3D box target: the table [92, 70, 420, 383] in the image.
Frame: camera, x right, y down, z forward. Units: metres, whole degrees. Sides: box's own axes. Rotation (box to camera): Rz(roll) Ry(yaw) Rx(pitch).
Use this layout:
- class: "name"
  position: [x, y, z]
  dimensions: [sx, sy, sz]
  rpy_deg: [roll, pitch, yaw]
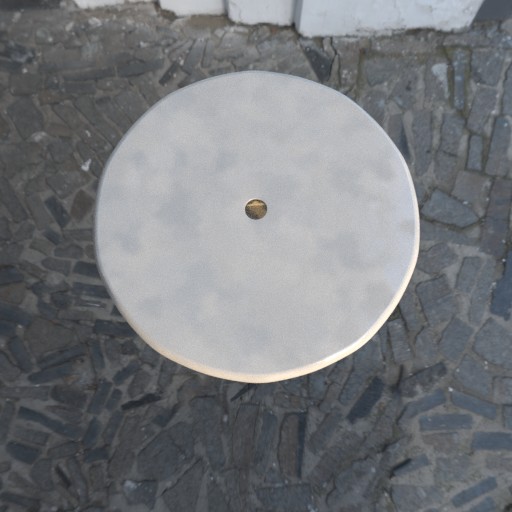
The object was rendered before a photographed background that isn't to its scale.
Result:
- class: "table"
  position: [0.000, 0.000, 0.650]
  dimensions: [0.352, 0.387, 0.352]
  rpy_deg: [0, 75, 0]
